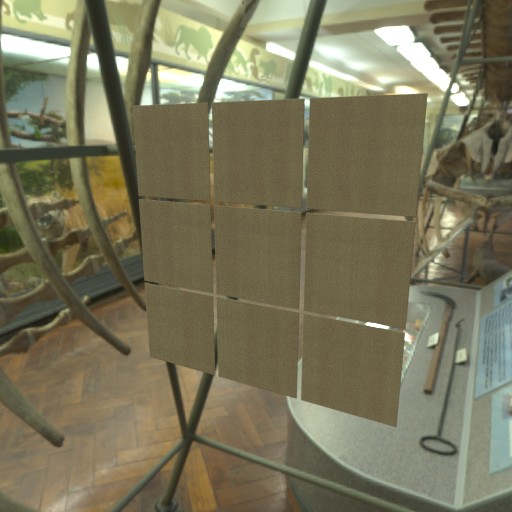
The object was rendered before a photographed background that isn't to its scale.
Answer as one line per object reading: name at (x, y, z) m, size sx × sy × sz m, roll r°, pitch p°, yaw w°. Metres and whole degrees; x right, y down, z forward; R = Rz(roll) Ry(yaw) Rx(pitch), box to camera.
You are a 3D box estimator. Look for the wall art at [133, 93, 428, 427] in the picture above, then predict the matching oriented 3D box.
wall art at (0.000, 0.000, 2.267) m, size 1.517 × 1.505 × 0.002 m, roll 8°, pitch 17°, yaw 27°
